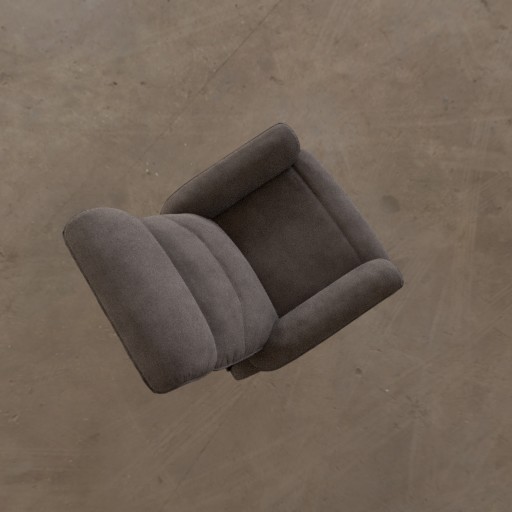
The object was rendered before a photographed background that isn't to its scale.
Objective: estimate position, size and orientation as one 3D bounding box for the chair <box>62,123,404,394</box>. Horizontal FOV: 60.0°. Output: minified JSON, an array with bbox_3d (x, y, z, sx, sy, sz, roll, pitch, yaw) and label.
[{"bbox_3d":[0.000,0.000,1.742,1.009,1.036,0.830,-32,78,-8],"label":"chair"}]
